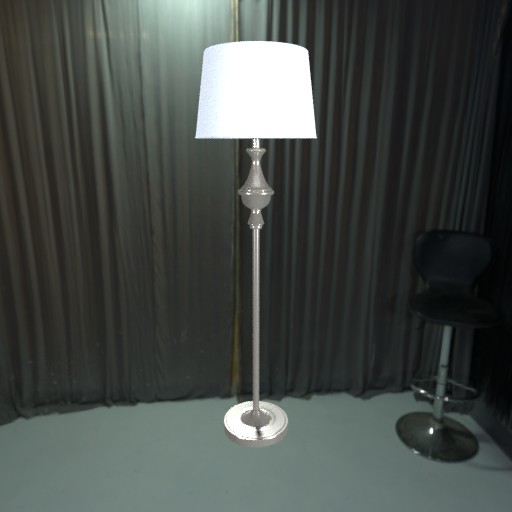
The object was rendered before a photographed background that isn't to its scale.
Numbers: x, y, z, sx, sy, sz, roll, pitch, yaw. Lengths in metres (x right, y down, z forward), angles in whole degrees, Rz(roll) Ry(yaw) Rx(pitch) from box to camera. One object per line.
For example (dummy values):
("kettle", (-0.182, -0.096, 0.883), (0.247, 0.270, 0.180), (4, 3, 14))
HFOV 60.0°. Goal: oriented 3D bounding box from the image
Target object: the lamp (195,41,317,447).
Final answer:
("lamp", (0.000, 0.000, 1.692), (0.431, 1.488, 0.431), (0, 15, 0))
